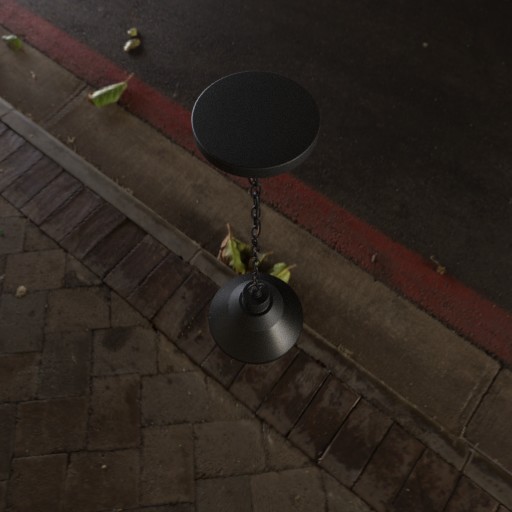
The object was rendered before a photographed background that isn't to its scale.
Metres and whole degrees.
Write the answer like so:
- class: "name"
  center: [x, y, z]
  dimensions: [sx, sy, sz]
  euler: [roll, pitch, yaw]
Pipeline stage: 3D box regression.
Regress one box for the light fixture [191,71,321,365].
- class: "light fixture"
  center: [0.000, 0.000, 0.675]
  dimensions: [0.201, 0.588, 0.201]
  euler: [-17, 65, -8]
